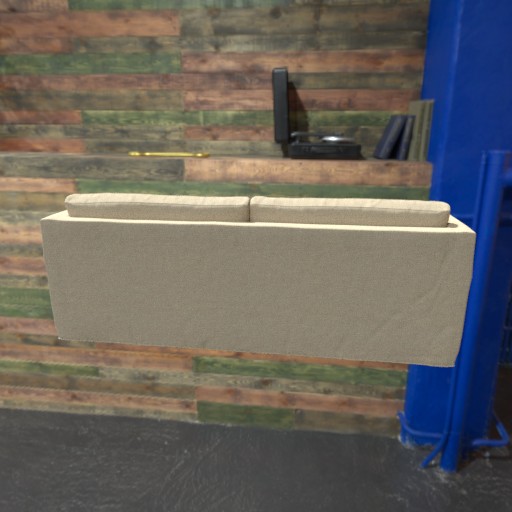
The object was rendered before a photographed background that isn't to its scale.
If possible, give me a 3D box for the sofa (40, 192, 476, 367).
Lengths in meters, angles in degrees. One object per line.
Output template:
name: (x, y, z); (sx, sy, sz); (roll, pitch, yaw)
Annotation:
sofa: (0.000, 0.000, 2.797); (2.312, 0.853, 0.962); (2, 17, 8)
